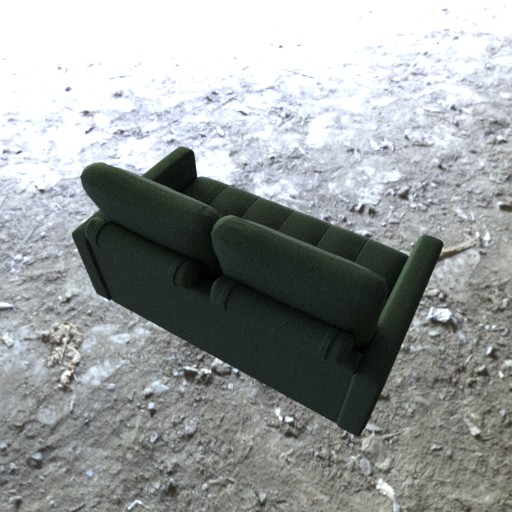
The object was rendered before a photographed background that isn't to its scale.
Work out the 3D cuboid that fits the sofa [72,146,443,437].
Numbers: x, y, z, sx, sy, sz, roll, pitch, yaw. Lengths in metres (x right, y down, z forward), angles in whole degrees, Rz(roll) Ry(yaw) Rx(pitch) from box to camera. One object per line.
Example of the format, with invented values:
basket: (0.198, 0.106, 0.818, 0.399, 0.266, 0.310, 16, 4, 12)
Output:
sofa: (0.000, 0.000, 1.974, 1.407, 0.907, 0.842, 24, 52, 20)
